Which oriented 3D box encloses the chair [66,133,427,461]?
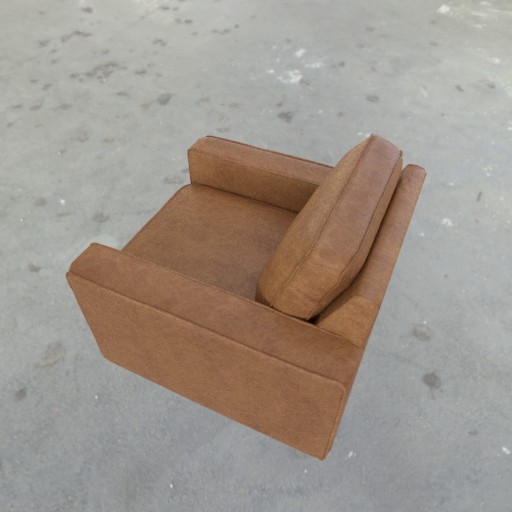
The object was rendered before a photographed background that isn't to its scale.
[{"bbox_3d":[0.000,0.000,1.705,1.027,0.901,0.987,17,49,15],"label":"chair"}]
